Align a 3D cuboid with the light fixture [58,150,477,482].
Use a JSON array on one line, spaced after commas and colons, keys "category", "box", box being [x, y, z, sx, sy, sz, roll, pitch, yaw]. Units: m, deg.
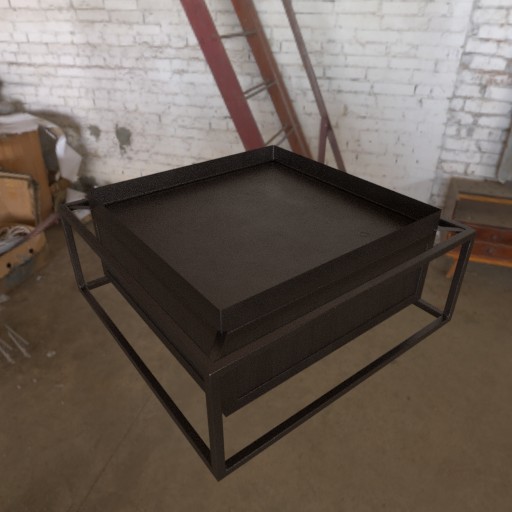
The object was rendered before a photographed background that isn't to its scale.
[{"category": "light fixture", "box": [0.000, 0.000, 0.688, 0.441, 0.191, 0.441, -22, 38, -31]}]
